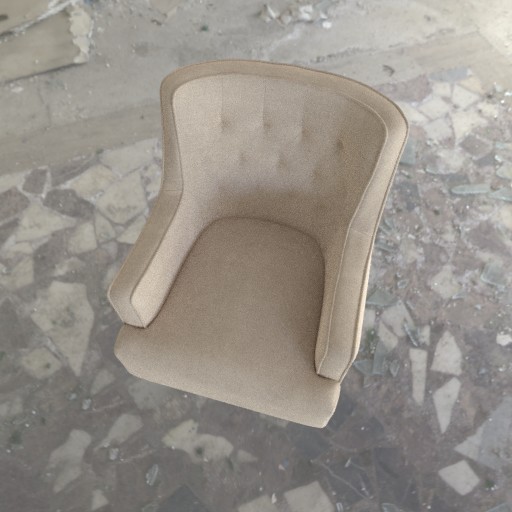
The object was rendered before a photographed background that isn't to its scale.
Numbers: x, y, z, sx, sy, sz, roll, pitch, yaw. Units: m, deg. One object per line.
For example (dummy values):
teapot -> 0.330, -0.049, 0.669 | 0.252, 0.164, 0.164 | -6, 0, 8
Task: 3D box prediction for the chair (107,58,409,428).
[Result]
chair -> 0.000, 0.000, 1.558 | 0.781, 0.920, 0.910 | 13, 59, 8
